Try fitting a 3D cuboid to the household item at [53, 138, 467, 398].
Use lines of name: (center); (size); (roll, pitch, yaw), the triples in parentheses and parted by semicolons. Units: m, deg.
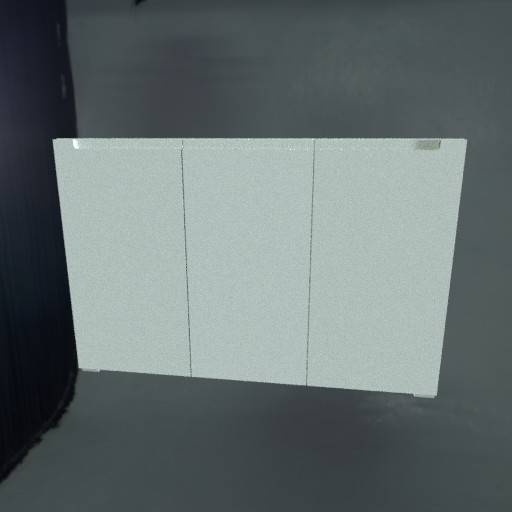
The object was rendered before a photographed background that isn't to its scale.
household item: (0.000, 0.000, 1.690); (1.300, 0.867, 0.420); (2, 15, 8)
